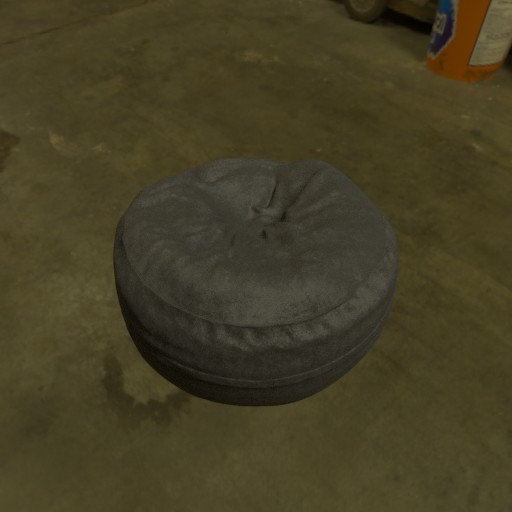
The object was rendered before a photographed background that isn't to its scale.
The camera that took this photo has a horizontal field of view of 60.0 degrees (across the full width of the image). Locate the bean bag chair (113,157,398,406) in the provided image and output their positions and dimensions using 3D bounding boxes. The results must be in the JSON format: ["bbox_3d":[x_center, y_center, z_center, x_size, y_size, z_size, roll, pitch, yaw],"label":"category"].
[{"bbox_3d":[0.000,0.000,2.439,1.525,0.751,1.525,0,48,0],"label":"bean bag chair"}]
